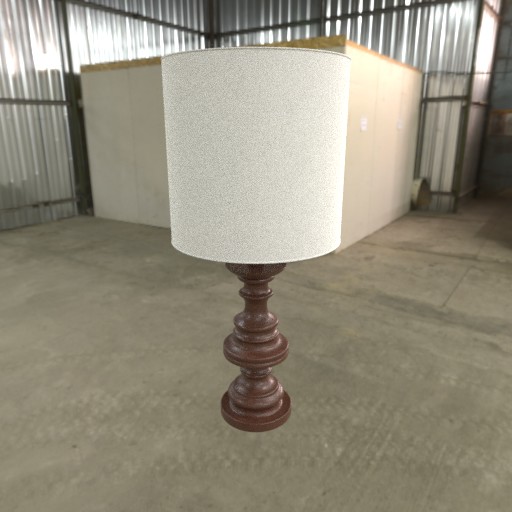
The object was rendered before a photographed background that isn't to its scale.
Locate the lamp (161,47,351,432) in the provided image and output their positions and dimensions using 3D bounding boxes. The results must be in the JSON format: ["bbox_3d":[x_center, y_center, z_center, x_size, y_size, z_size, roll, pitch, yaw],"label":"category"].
[{"bbox_3d":[0.000,0.000,0.562,0.208,0.455,0.208,-9,19,-26],"label":"lamp"}]
